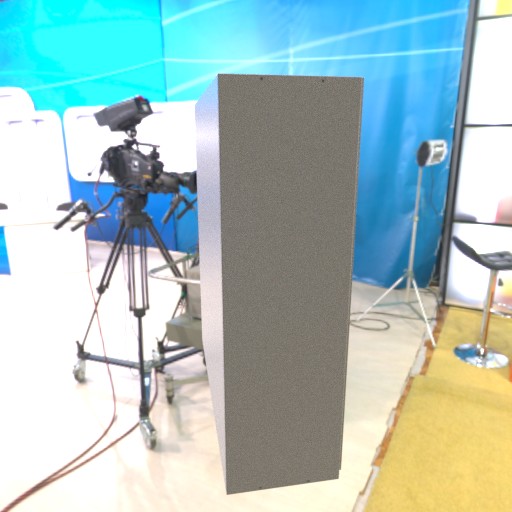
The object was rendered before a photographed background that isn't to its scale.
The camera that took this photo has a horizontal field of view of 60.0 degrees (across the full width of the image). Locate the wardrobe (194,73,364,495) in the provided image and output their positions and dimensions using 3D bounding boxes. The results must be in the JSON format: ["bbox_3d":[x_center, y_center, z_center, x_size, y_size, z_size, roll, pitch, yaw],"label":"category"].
[{"bbox_3d":[0.000,0.000,2.849,0.629,1.960,1.780,-3,15,-10],"label":"wardrobe"}]
